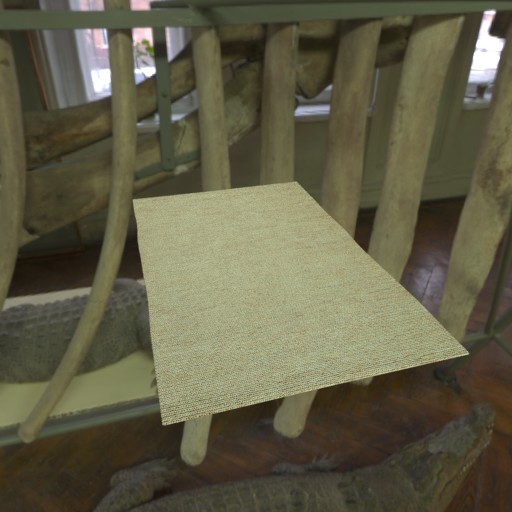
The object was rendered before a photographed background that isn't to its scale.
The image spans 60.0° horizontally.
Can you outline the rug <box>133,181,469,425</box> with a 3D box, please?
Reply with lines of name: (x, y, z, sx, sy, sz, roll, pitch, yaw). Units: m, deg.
rug: (0.000, 0.000, 3.045, 1.533, 0.011, 2.439, -9, 32, -14)
